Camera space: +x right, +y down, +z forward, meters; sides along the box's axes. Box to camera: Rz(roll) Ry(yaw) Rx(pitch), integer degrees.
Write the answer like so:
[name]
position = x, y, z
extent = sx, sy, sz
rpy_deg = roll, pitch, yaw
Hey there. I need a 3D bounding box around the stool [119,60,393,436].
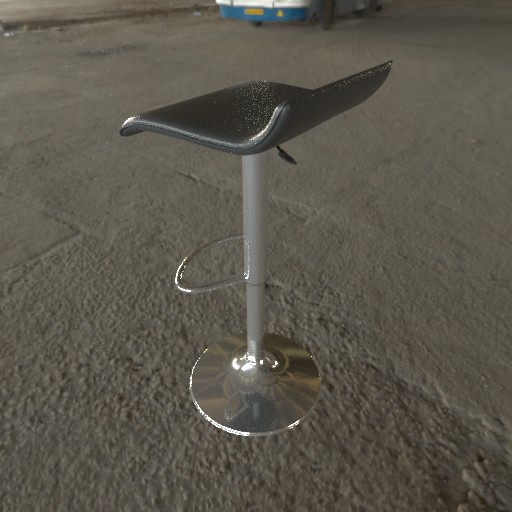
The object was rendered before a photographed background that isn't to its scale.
[stool]
position = 0.000, 0.000, 1.049
extent = 0.381, 0.851, 0.381
rpy_deg = 22, 40, 30
